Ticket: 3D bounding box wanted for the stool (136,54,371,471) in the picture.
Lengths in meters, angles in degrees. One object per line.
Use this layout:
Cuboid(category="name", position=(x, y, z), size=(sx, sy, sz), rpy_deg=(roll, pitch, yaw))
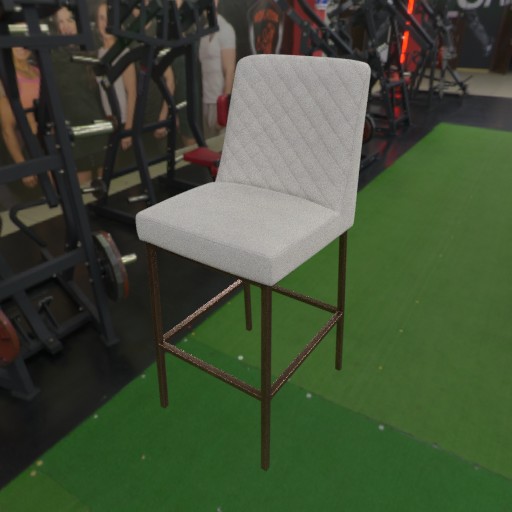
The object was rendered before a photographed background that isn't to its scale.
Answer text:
Cuboid(category="stool", position=(0.000, 0.000, 1.355), size=(0.462, 1.084, 0.546), rpy_deg=(18, 34, 30))
